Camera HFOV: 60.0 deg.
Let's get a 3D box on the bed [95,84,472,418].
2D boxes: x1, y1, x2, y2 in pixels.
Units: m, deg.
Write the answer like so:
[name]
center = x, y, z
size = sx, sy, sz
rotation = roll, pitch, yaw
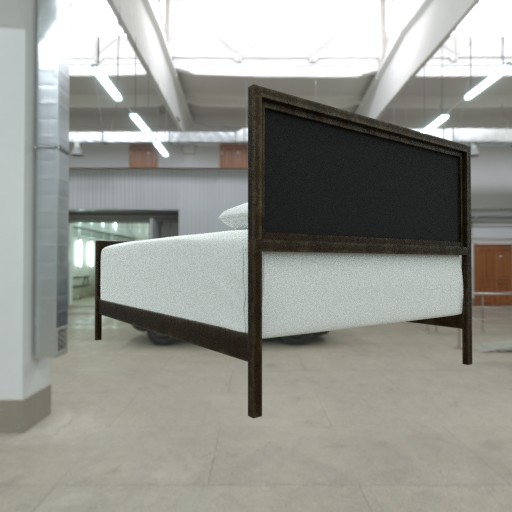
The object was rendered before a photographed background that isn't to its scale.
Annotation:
[bed]
center = 0.000, 0.000, 3.107
size = 1.607, 1.313, 2.221
rotation = 1, -1, -35
